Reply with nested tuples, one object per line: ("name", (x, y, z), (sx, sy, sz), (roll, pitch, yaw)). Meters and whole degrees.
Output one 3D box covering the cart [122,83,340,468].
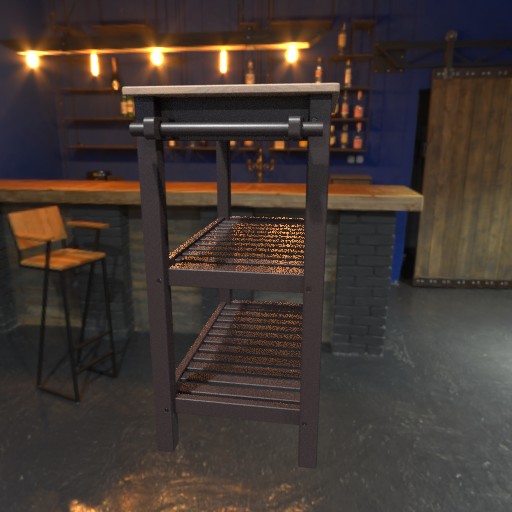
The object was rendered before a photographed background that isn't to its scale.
("cart", (0.000, 0.000, 1.392), (0.457, 0.927, 0.899), (2, 15, 9))
